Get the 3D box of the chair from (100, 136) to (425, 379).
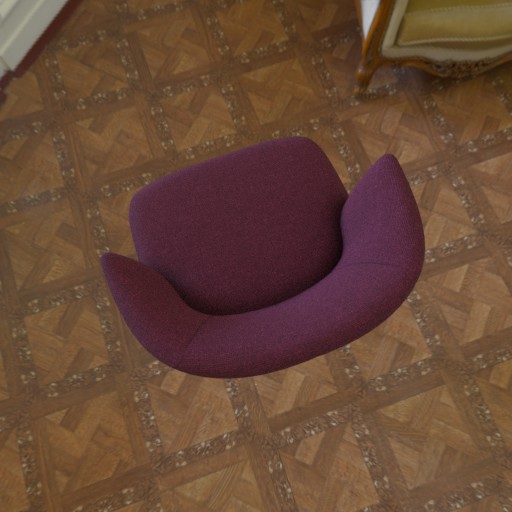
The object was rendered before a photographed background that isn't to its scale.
[{"bbox_3d":[0.000,0.000,1.288,0.700,0.760,0.660,-20,75,-6],"label":"chair"}]
